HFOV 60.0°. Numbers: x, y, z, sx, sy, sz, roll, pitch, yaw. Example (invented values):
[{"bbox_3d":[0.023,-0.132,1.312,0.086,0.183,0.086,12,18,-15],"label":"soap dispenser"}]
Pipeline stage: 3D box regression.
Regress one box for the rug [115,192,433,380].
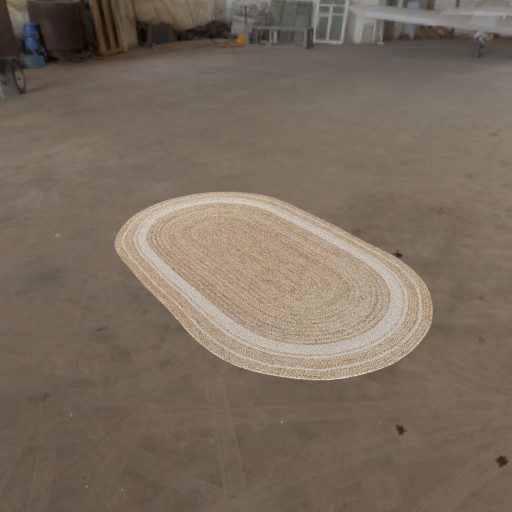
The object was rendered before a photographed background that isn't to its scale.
[{"bbox_3d":[0.000,0.000,3.023,1.520,0.006,2.432,-21,36,-31],"label":"rug"}]
